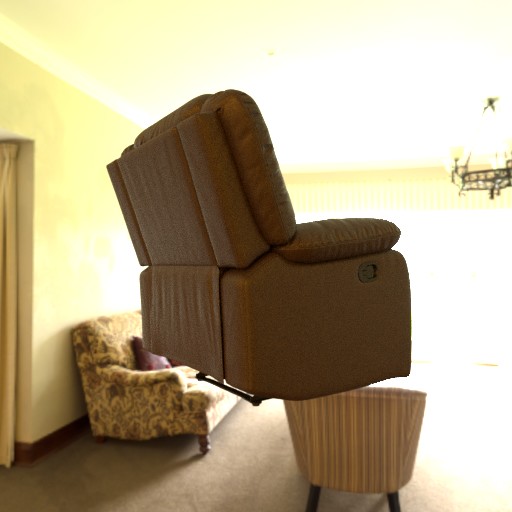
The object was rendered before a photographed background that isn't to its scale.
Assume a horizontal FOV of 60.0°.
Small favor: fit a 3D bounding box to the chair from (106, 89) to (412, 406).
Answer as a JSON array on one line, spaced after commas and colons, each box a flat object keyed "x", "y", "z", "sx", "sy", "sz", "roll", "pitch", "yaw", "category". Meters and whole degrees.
[{"x": 0.000, "y": 0.000, "z": 1.730, "sx": 0.934, "sy": 1.009, "sz": 0.899, "roll": 1, "pitch": -1, "yaw": -36, "category": "chair"}]
